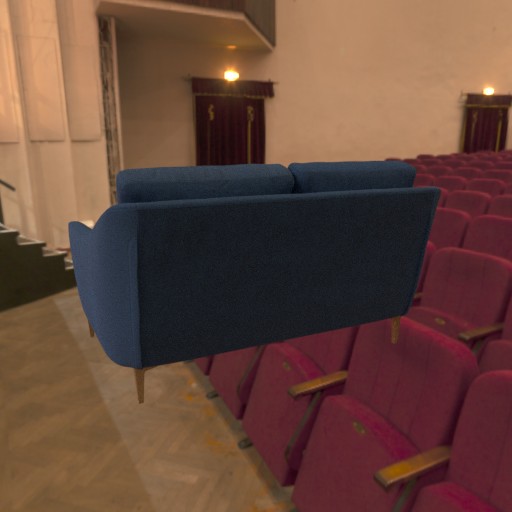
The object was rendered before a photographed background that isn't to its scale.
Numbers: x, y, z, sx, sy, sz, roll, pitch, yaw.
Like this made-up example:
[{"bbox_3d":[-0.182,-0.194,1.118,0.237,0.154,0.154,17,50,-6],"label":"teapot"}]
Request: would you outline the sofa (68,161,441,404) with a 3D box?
[{"bbox_3d":[0.000,0.000,2.139,1.619,0.902,0.960,-7,16,-24],"label":"sofa"}]
